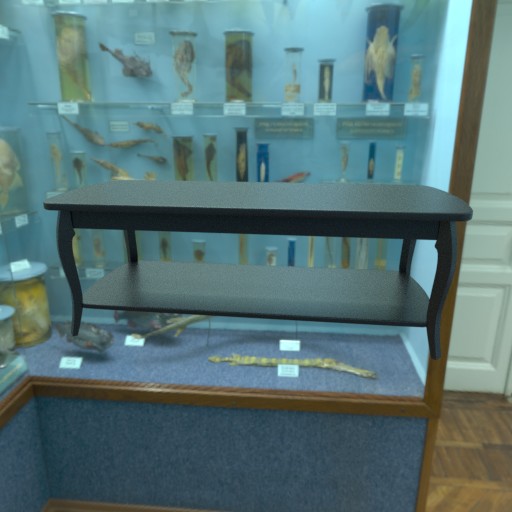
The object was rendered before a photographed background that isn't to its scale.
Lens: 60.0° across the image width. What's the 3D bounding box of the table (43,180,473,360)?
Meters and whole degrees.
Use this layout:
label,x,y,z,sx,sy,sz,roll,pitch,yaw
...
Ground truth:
label,x,y,z,sx,sy,sz,roll,pitch,yaw
table,0.000,0.000,1.599,1.333,0.457,0.571,2,17,7
